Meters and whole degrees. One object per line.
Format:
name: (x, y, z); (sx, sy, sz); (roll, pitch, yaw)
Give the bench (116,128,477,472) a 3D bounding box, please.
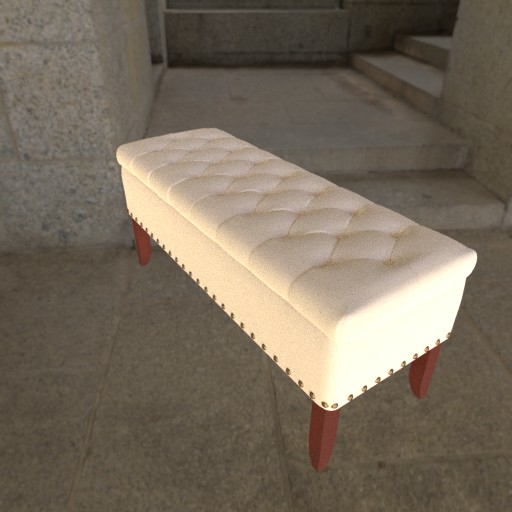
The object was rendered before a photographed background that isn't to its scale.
bench: (0.000, 0.000, 1.277); (0.400, 0.470, 1.054); (-20, 38, -29)
